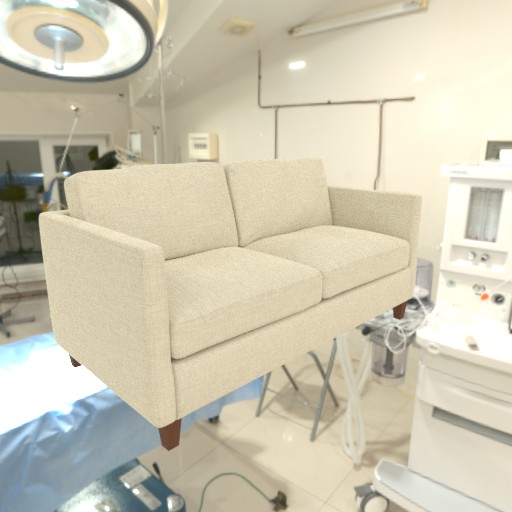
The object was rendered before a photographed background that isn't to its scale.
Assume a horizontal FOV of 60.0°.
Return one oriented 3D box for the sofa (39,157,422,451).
[{"bbox_3d":[0.000,0.000,2.337,1.838,0.963,0.950,-15,21,-42],"label":"sofa"}]
